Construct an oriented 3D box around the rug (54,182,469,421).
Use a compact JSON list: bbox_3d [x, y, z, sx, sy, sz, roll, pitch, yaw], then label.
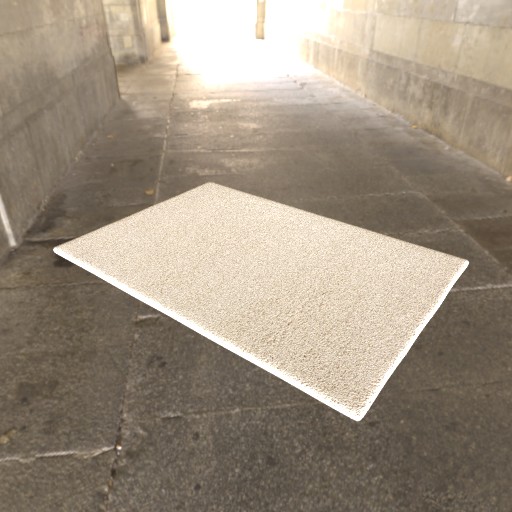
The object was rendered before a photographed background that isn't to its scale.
[{"bbox_3d":[0.000,0.000,2.289,1.778,0.030,1.219,22,37,32],"label":"rug"}]
